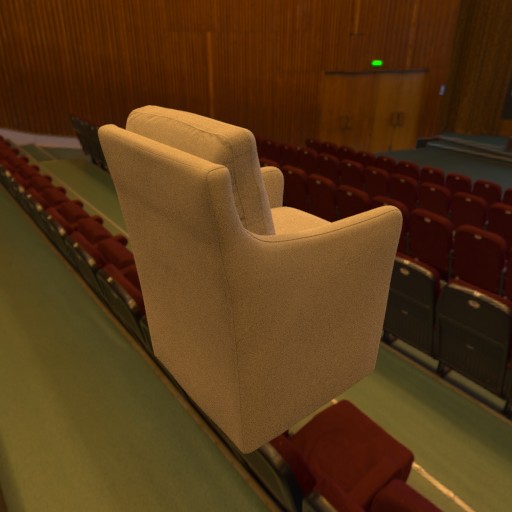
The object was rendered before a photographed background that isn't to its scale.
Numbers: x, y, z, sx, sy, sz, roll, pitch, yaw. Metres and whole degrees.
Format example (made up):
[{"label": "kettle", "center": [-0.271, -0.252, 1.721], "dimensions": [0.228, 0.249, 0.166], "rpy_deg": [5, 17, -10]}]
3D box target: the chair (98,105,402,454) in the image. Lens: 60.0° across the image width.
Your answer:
[{"label": "chair", "center": [0.000, 0.000, 1.416], "dimensions": [0.694, 0.914, 0.626], "rpy_deg": [-20, 33, -34]}]
